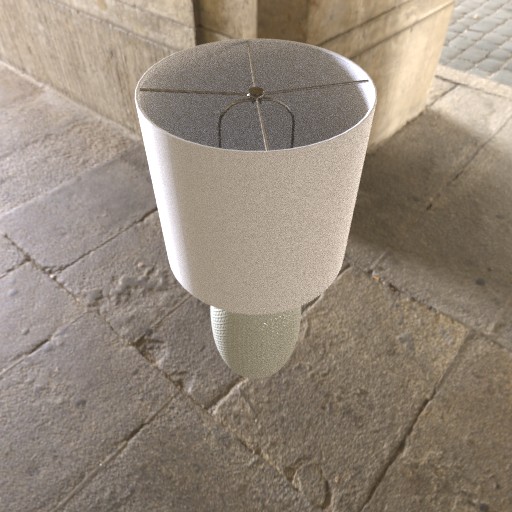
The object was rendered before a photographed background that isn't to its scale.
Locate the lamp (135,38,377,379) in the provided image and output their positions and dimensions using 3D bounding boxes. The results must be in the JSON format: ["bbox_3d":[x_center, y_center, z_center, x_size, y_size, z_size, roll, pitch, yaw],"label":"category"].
[{"bbox_3d":[0.000,0.000,0.567,0.217,0.453,0.217,-3,47,-3],"label":"lamp"}]
